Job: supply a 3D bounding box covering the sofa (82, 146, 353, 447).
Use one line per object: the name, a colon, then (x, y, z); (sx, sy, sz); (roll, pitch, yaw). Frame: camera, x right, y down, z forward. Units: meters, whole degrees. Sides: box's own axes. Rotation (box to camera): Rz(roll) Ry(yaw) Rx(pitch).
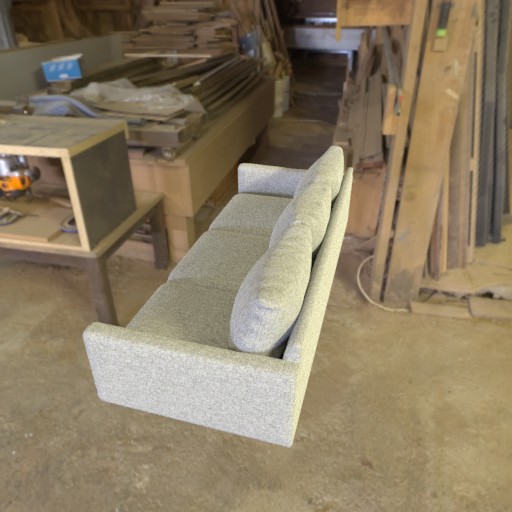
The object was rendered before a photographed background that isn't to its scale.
sofa: (0.000, 0.000, 2.481); (0.850, 0.830, 2.000); (8, 32, 14)
